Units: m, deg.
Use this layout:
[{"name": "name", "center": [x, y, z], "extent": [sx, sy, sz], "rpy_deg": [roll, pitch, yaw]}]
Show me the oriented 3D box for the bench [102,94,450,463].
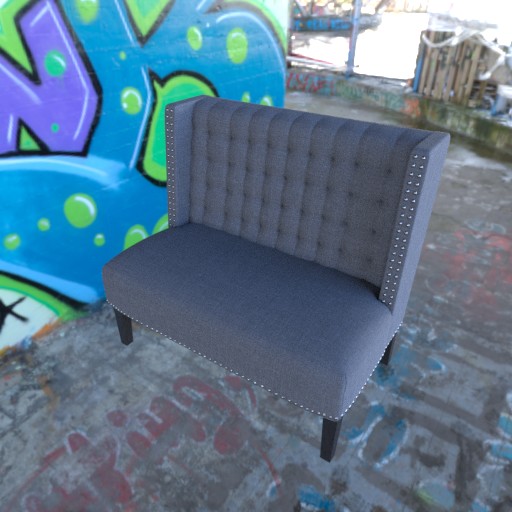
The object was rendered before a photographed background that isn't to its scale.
[{"name": "bench", "center": [0.000, 0.000, 2.004], "extent": [1.276, 1.121, 0.842], "rpy_deg": [20, 37, 29]}]
